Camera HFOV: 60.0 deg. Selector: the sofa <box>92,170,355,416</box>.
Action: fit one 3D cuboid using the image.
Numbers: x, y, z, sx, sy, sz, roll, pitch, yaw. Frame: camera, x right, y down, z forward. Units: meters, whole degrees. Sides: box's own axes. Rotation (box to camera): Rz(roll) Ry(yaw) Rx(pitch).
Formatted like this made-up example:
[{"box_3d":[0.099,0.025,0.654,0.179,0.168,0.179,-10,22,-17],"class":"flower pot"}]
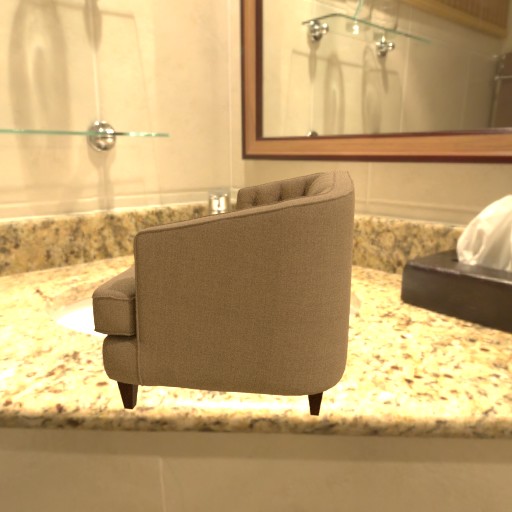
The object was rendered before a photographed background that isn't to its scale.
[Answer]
[{"box_3d":[0.000,0.000,2.311,0.941,0.855,1.733,2,14,10],"class":"sofa"}]
